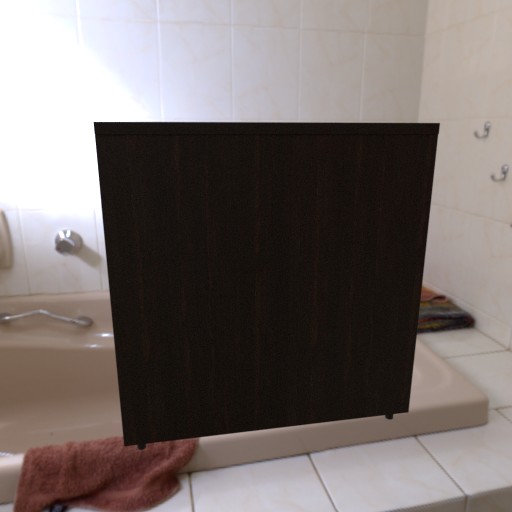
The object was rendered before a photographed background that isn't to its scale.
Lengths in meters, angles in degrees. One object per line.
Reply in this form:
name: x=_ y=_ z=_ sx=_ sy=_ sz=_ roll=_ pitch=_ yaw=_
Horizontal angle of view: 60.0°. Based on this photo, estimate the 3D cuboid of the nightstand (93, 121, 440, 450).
nightstand: x=0.000 y=0.000 z=0.810 sx=0.461 sy=0.460 sz=0.400 roll=-3 pitch=16 yaw=-10
